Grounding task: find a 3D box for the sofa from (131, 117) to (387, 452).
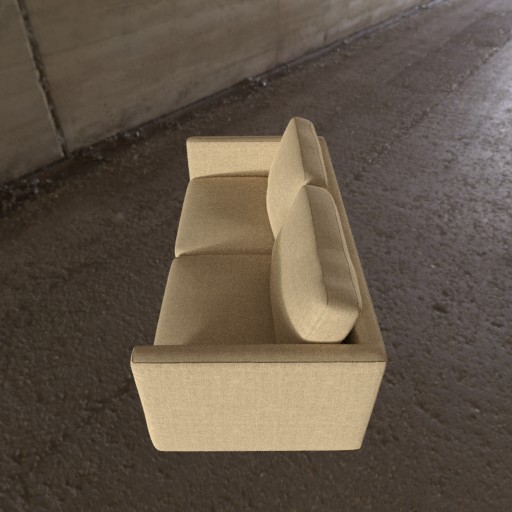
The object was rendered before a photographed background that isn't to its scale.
[{"bbox_3d":[0.000,0.000,2.446,0.950,0.963,1.884,0,40,0],"label":"sofa"}]
